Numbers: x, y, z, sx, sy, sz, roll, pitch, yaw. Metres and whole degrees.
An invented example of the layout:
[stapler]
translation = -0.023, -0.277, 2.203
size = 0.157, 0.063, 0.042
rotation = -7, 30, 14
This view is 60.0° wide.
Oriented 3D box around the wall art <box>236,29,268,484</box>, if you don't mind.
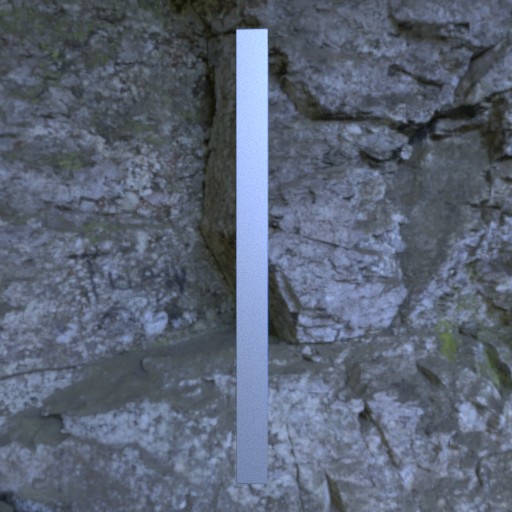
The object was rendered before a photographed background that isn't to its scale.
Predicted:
[wall art]
translation = 0.000, 0.000, 0.761
size = 0.039, 0.553, 0.445
rotation = 0, 0, 1
